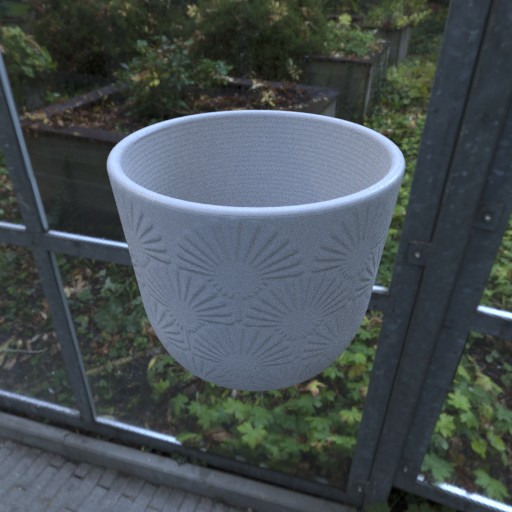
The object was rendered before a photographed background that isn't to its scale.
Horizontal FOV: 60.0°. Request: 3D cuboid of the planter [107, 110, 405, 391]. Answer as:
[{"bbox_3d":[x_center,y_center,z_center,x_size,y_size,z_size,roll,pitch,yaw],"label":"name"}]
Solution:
[{"bbox_3d":[0.000,0.000,0.301,0.170,0.152,0.170,0,33,0],"label":"planter"}]
